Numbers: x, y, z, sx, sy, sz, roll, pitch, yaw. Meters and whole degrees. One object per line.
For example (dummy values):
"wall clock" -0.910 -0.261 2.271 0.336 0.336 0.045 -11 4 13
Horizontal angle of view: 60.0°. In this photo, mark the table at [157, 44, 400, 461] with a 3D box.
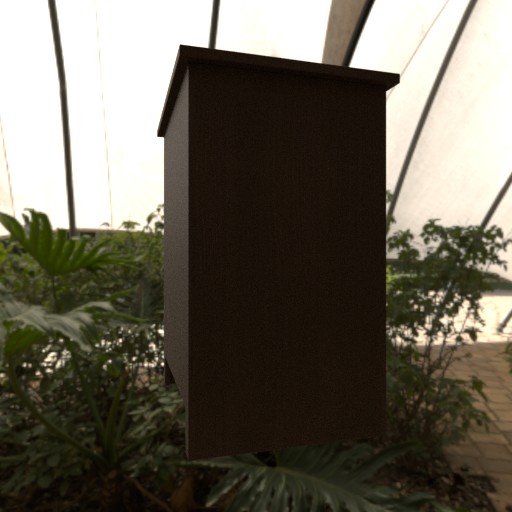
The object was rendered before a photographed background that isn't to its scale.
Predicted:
"table" 0.000 0.000 0.947 0.381 0.635 0.480 0 0 -17
